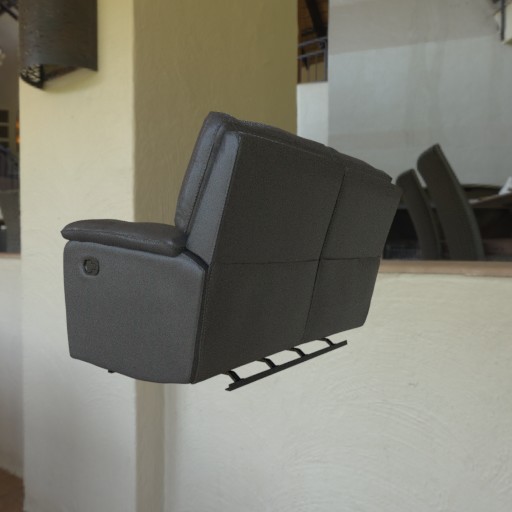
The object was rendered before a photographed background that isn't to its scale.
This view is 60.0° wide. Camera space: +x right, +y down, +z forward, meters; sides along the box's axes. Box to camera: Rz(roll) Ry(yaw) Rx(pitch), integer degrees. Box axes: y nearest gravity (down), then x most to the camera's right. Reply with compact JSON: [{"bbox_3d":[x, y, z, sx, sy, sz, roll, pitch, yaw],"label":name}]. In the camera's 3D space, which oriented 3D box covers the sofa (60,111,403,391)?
[{"bbox_3d":[0.000,0.000,2.432,1.104,1.111,1.765,1,1,37],"label":"sofa"}]
